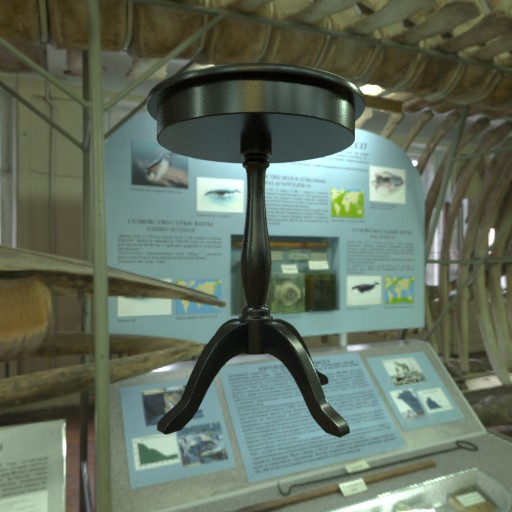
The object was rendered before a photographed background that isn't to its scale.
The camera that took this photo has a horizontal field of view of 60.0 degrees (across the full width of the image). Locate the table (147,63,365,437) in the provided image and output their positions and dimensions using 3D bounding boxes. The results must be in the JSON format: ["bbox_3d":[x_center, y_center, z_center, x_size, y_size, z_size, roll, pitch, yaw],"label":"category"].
[{"bbox_3d":[0.000,0.000,0.997,0.481,0.665,0.481,0,0,0],"label":"table"}]
